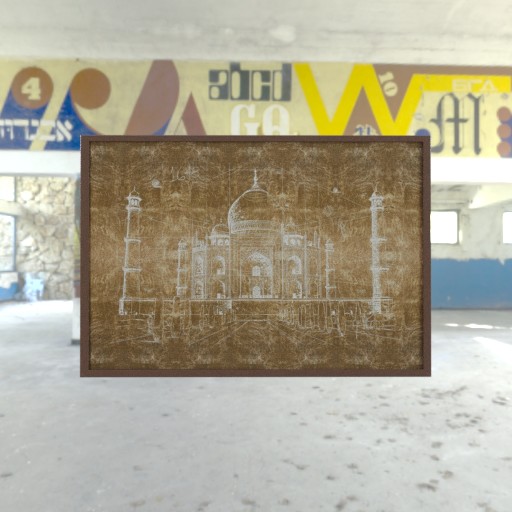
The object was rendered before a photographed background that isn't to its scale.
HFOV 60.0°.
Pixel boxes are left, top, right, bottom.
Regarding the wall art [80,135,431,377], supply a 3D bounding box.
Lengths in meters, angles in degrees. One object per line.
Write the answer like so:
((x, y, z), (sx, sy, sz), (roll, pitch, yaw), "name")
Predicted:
((0.000, 0.000, 0.839), (0.660, 0.455, 0.014), (0, 0, 0), "wall art")
